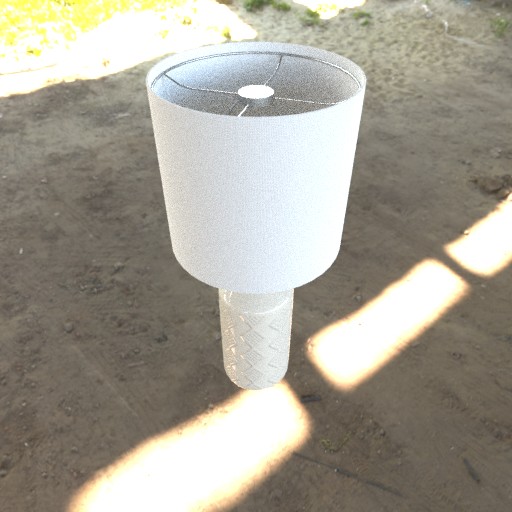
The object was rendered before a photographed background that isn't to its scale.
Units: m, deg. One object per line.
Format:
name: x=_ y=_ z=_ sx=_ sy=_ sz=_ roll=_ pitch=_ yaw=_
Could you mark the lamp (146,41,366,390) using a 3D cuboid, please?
lamp: x=0.000 y=0.000 z=0.572 sx=0.207 sy=0.461 sz=0.207 roll=12 pitch=42 yaw=13
